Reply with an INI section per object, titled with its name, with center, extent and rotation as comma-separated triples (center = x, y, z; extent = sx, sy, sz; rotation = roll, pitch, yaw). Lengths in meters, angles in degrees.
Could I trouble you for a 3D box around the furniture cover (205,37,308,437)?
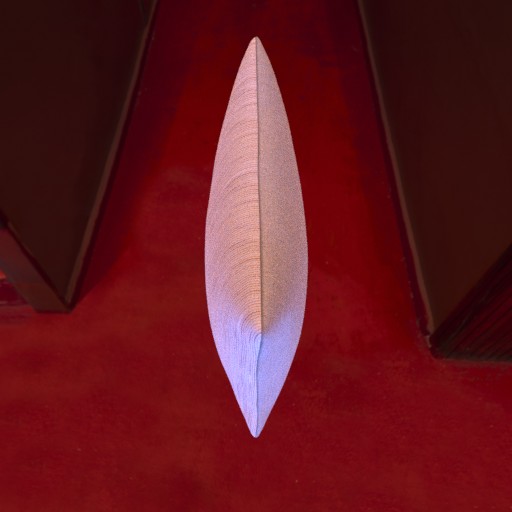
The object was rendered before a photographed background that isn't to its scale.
[furniture cover]
center = 0.000, 0.000, 0.779
extent = 0.178, 0.506, 0.512
rotation = -1, 58, 0
